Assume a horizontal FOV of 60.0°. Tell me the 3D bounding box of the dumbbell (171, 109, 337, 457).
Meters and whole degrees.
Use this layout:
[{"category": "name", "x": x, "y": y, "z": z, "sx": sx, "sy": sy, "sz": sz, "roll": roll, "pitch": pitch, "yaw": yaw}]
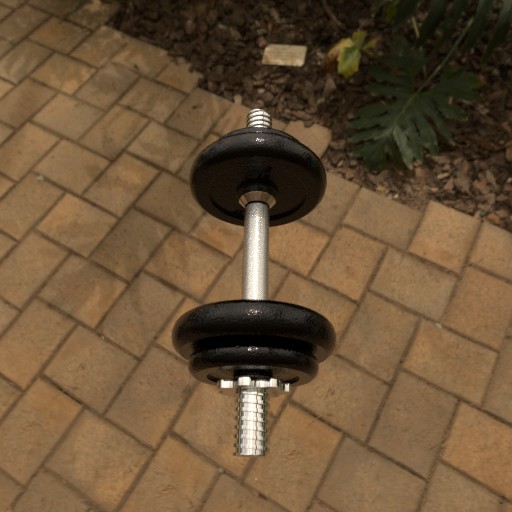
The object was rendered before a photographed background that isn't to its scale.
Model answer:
[{"category": "dumbbell", "x": 0.000, "y": 0.000, "z": 0.602, "sx": 0.202, "sy": 0.202, "sz": 0.497, "roll": 1, "pitch": 63, "yaw": 1}]
